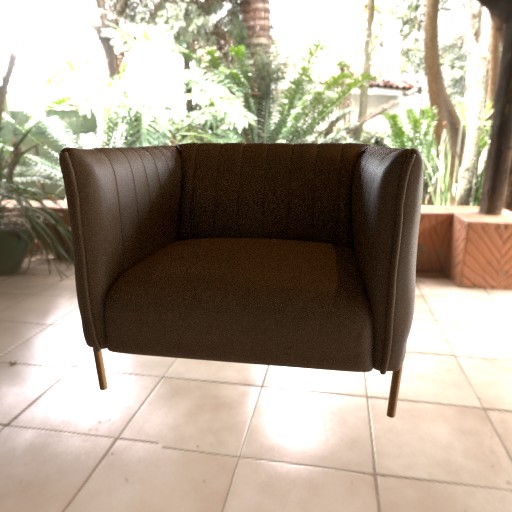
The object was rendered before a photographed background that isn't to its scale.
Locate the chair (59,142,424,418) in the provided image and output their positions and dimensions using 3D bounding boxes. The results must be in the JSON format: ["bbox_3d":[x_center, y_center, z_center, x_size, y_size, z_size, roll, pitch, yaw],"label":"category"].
[{"bbox_3d":[0.000,0.000,1.579,0.981,0.779,0.876,2,15,9],"label":"chair"}]
